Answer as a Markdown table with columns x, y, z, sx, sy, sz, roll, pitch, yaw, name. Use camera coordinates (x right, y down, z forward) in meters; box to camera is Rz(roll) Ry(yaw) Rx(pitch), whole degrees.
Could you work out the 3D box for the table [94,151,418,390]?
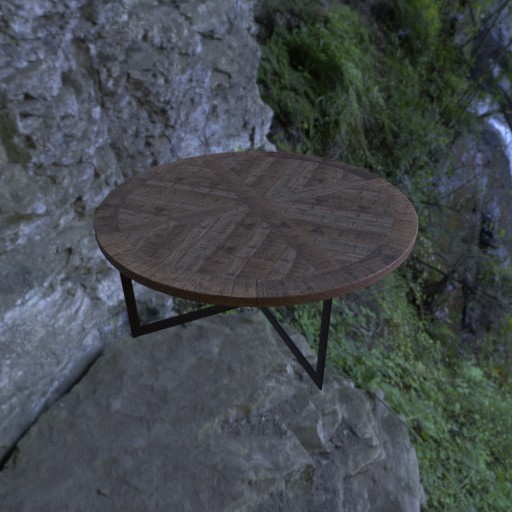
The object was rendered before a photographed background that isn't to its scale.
| x | y | z | sx | sy | sz | roll | pitch | yaw | name |
| --- | --- | --- | --- | --- | --- | --- | --- | --- | --- |
| 0.000 | 0.000 | 1.944 | 1.264 | 0.516 | 1.264 | 0 | 32 | 0 | table |
